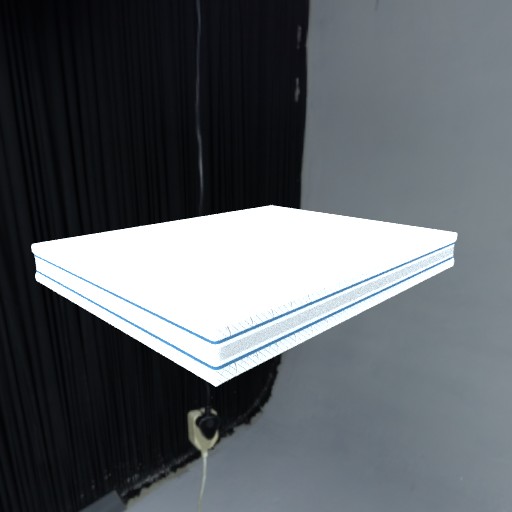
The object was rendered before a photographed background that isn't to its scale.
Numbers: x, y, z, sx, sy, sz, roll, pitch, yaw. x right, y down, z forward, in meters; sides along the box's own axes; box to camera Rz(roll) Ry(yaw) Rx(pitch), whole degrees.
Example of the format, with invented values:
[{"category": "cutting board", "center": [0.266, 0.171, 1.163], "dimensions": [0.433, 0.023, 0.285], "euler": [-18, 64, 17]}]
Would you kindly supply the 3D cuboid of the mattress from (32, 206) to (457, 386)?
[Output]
[{"category": "mattress", "center": [0.000, 0.000, 2.672], "dimensions": [1.600, 0.230, 2.000], "euler": [15, 21, 43]}]
